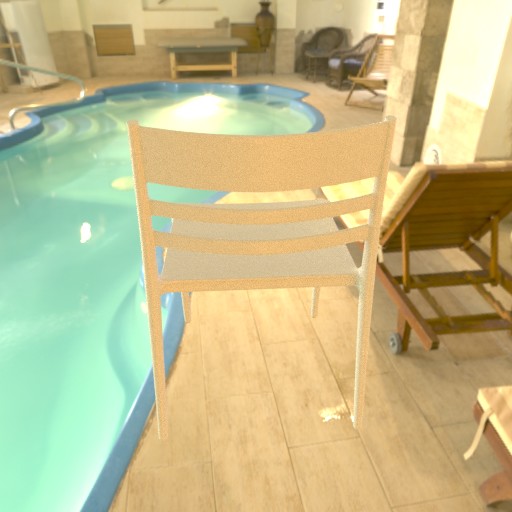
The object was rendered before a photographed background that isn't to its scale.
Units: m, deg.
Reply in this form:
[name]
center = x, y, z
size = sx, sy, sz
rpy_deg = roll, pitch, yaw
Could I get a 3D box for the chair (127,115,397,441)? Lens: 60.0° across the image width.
[chair]
center = 0.000, 0.000, 1.152
size = 0.531, 0.800, 0.511
rpy_deg = -2, 31, -3
